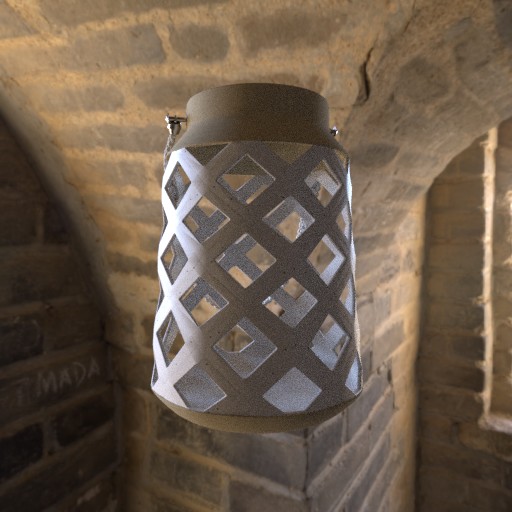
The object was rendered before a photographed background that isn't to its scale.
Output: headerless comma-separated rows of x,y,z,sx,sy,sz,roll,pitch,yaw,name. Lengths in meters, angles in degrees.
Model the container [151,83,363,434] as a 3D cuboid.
0.000,0.000,0.403,0.188,0.264,0.198,0,2,-16,container
